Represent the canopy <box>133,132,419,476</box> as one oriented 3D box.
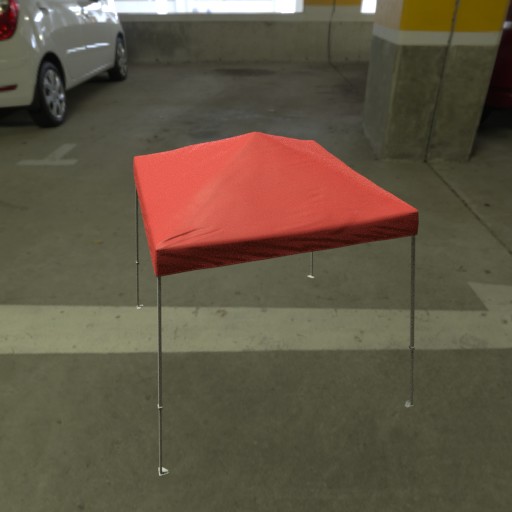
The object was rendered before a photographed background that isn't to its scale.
[{"bbox_3d":[0.000,0.000,5.107,2.849,2.849,2.848,-9,32,-15],"label":"canopy"}]
